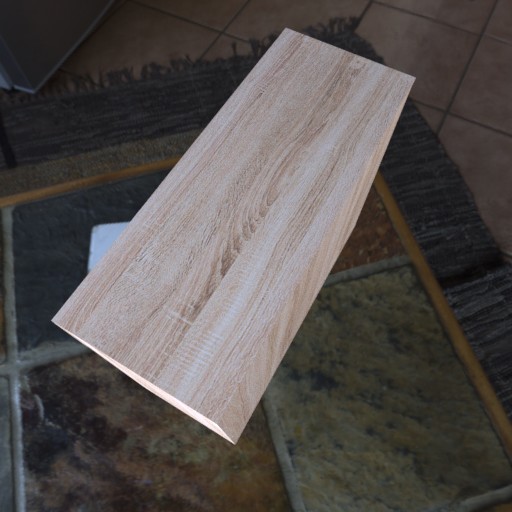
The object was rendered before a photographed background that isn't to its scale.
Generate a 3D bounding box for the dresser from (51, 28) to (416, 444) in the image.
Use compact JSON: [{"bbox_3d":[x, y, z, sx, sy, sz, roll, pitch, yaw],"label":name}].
[{"bbox_3d":[0.000,0.000,1.548,0.450,0.900,1.100,27,68,12],"label":"dresser"}]
